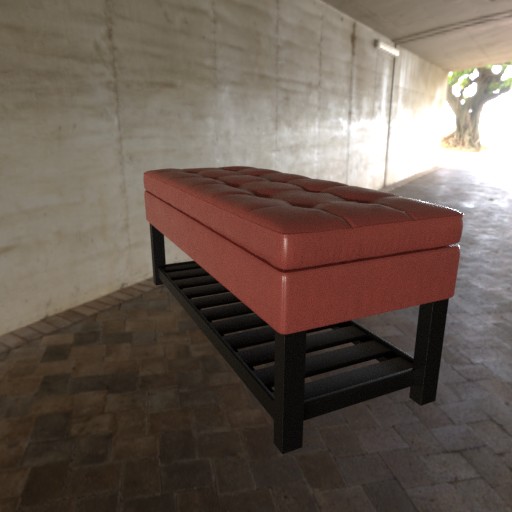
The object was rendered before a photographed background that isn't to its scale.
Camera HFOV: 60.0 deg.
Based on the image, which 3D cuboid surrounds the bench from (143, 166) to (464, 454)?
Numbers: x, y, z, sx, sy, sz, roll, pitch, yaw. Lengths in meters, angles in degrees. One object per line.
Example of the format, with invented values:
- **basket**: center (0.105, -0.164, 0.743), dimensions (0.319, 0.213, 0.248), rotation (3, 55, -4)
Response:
- **bench**: center (0.000, 0.000, 1.339), dimensions (0.432, 0.460, 1.105), rotation (-8, 18, -24)
